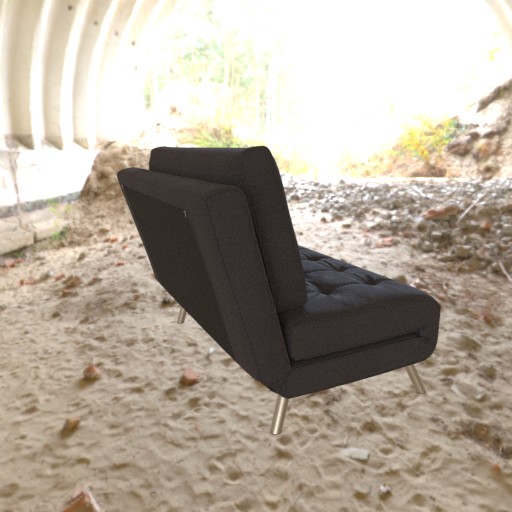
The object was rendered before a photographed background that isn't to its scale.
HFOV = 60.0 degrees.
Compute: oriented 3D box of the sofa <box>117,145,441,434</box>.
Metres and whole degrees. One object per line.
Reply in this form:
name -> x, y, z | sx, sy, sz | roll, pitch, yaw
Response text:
sofa -> 0.000, 0.000, 1.883 | 0.910, 0.910, 1.220 | -7, 16, -26
